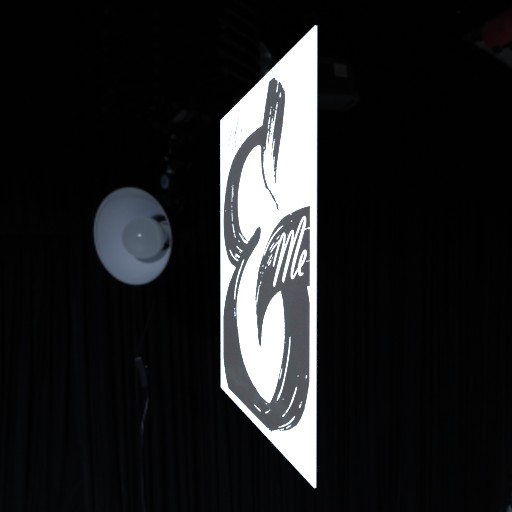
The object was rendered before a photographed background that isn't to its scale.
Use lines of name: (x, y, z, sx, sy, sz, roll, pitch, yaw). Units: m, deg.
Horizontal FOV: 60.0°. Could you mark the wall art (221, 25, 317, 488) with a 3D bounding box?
wall art: (0.000, 0.000, 0.799, 0.003, 0.609, 0.457, 0, 1, -20)
